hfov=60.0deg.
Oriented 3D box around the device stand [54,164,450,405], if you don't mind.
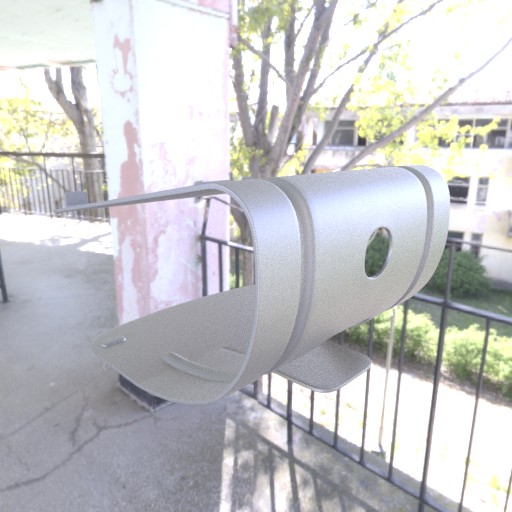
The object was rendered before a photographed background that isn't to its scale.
[{"bbox_3d":[0.000,0.000,0.388,0.236,0.155,0.256,14,20,43],"label":"device stand"}]
